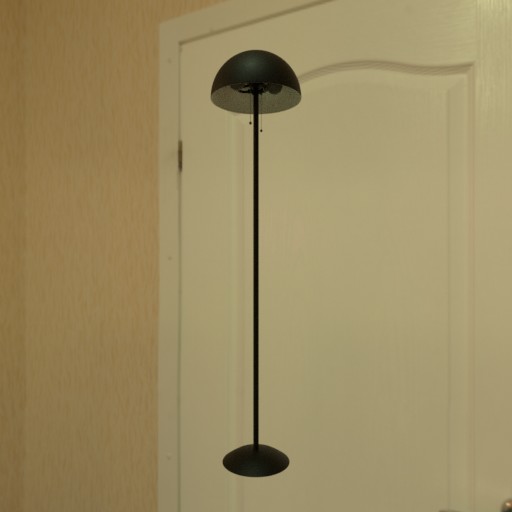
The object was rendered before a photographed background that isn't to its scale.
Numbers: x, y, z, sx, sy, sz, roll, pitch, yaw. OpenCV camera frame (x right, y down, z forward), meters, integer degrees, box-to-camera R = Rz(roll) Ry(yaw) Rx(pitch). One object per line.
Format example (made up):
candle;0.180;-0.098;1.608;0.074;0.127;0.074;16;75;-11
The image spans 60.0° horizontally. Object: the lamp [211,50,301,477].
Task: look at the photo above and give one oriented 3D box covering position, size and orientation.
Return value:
lamp;0.000;0.000;1.604;0.328;1.480;0.328;0;0;0
